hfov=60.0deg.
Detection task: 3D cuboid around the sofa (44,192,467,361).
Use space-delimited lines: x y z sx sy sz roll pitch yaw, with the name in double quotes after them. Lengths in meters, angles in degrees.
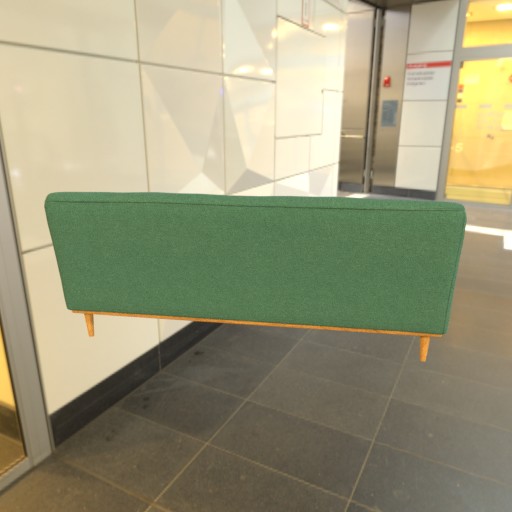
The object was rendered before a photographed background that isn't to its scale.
0.000 0.000 2.614 2.057 0.871 0.978 3 18 8 "sofa"
